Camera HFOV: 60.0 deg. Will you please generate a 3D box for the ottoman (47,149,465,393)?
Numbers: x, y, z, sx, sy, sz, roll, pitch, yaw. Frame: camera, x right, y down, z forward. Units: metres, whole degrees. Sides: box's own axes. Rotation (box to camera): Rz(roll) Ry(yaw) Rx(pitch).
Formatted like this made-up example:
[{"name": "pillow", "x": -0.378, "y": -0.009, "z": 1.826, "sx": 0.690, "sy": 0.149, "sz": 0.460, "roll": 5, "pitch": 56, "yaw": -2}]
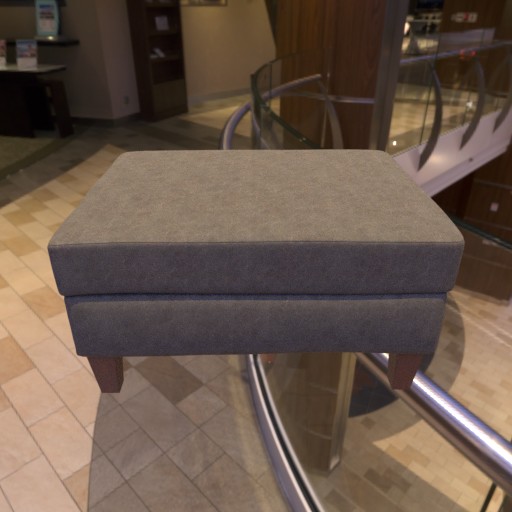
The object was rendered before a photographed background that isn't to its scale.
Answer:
[{"name": "ottoman", "x": 0.000, "y": 0.000, "z": 1.229, "sx": 0.839, "sy": 0.464, "sz": 0.639, "roll": 0, "pitch": 30, "yaw": -1}]
